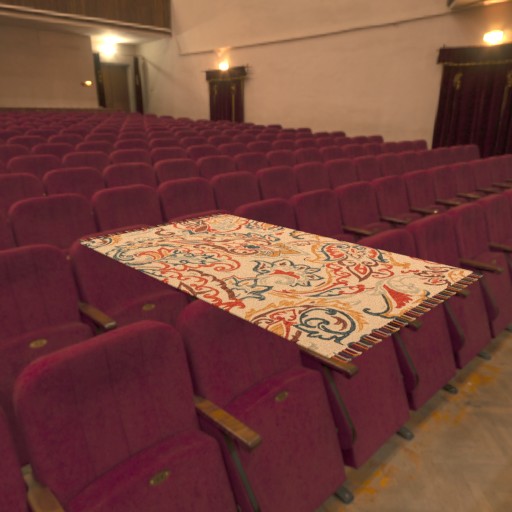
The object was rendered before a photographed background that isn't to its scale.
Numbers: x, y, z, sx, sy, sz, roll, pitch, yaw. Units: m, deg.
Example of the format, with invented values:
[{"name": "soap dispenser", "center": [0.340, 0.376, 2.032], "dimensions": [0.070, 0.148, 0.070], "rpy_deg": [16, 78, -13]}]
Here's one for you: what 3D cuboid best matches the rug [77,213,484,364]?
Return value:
[{"name": "rug", "center": [0.000, 0.000, 3.177], "dimensions": [1.523, 0.010, 2.584], "rpy_deg": [-16, 24, -42]}]
